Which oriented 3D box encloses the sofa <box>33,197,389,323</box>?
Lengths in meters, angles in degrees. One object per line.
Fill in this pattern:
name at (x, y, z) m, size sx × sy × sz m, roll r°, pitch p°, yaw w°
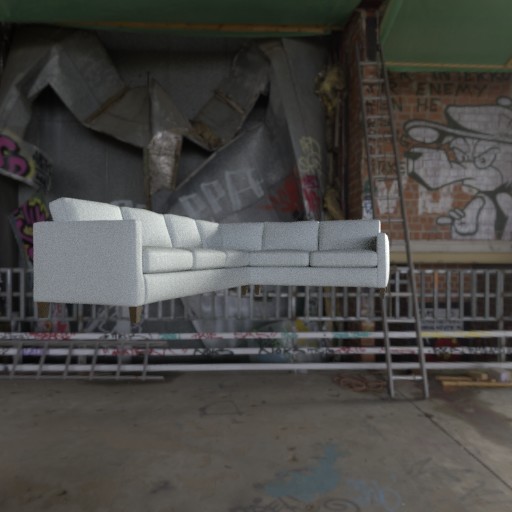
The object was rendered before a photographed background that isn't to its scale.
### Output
sofa at (0.000, 0.000, 4.495) m, size 2.522 × 0.934 × 3.333 m, roll 0°, pitch 0°, yaw 18°
